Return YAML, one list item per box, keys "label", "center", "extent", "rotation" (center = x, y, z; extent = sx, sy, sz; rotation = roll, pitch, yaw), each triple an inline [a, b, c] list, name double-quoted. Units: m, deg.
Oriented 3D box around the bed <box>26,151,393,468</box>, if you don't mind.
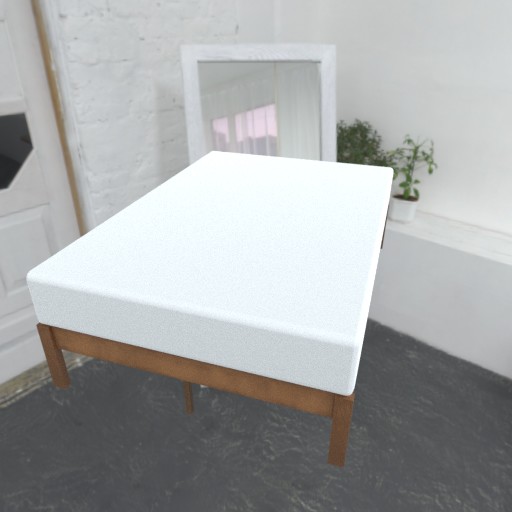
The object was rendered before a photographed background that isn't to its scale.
- label: "bed"
  center: [0.000, 0.000, 2.539]
  extent: [1.348, 0.616, 1.927]
  rotation: [9, 30, 16]
